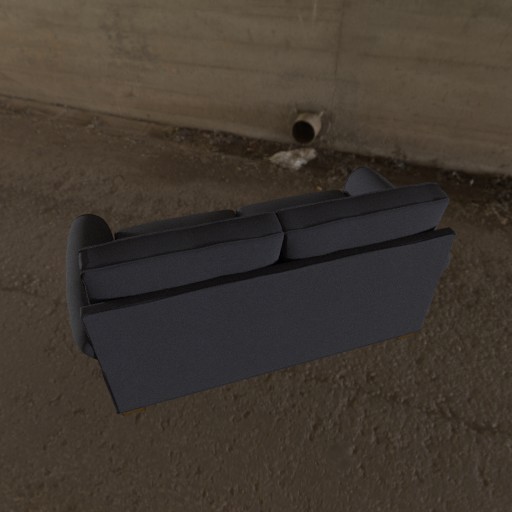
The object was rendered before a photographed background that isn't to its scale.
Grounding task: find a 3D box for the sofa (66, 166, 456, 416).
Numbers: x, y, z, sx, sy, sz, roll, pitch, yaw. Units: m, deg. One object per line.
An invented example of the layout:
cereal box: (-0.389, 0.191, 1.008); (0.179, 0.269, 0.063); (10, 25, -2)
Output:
sofa: (0.000, 0.000, 2.520); (2.009, 1.031, 0.951); (-12, 43, -13)
